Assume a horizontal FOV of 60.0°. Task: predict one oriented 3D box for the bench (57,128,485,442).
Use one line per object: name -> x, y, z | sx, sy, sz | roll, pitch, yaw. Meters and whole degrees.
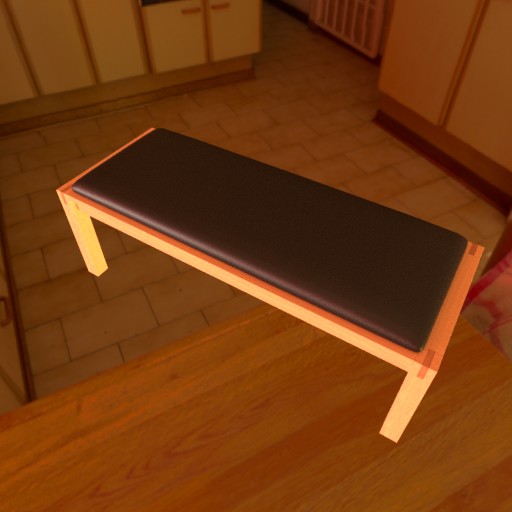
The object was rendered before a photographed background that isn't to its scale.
bench -> 0.000, 0.000, 1.423 | 1.202, 0.430, 0.450 | 24, 50, 22
